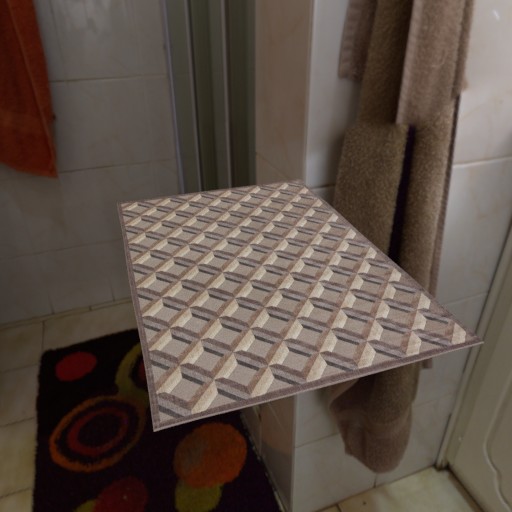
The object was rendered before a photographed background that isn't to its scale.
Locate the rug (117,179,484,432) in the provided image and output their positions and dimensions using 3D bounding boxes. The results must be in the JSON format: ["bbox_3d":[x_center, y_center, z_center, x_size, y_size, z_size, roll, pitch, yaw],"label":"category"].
[{"bbox_3d":[0.000,0.000,2.861,1.600,0.013,2.260,-10,33,-16],"label":"rug"}]
